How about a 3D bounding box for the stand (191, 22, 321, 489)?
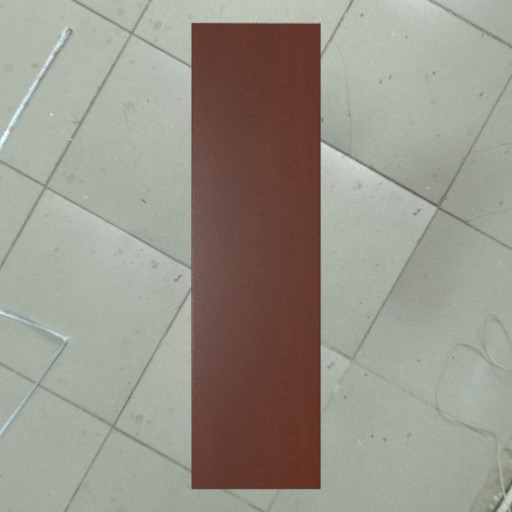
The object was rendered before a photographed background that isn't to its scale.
[{"bbox_3d":[0.000,0.000,1.681,0.381,0.762,1.372,0,90,0],"label":"stand"}]
